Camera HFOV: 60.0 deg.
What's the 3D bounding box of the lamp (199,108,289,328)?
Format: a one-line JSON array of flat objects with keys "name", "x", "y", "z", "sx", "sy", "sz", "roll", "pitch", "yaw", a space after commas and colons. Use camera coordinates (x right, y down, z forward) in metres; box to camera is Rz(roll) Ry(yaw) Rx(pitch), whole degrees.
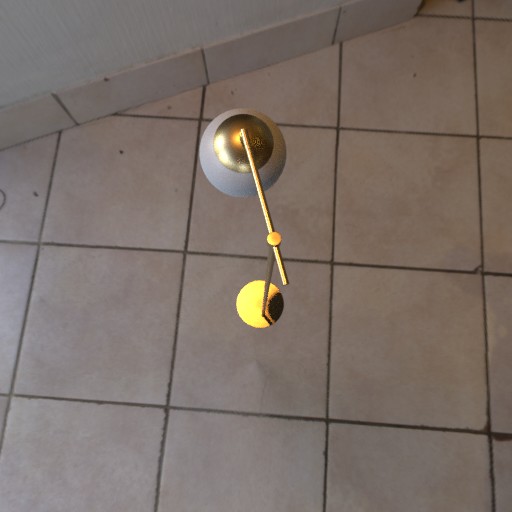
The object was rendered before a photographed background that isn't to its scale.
[{"name": "lamp", "x": 0.000, "y": 0.000, "z": 1.638, "sx": 0.249, "sy": 1.505, "sz": 0.476, "roll": -14, "pitch": 77, "yaw": -3}]
